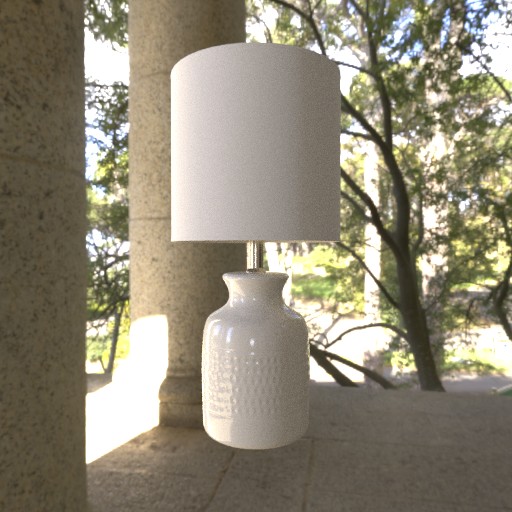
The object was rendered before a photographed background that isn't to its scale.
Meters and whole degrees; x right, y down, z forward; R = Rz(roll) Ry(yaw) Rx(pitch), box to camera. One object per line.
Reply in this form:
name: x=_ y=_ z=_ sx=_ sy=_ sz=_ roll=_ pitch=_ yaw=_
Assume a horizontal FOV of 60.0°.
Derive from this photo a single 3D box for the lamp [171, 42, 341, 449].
lamp: x=0.000 y=0.000 z=0.500 sx=0.188 sy=0.392 sz=0.188 roll=0 pitch=1 yaw=-19
